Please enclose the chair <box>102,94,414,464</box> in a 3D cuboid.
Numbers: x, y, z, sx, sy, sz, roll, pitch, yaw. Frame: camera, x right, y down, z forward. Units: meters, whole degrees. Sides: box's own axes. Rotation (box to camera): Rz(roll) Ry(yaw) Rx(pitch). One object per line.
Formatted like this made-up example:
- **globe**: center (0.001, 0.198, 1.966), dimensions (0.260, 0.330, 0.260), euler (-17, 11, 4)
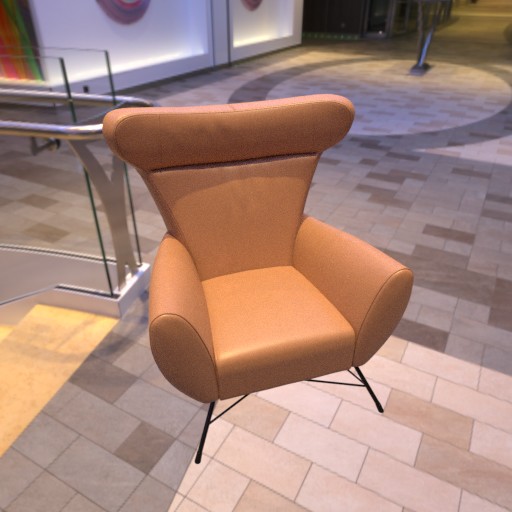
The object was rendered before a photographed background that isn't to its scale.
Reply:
- **chair**: center (0.000, 0.000, 1.723), dimensions (0.980, 1.050, 0.900), euler (-9, 33, -15)
